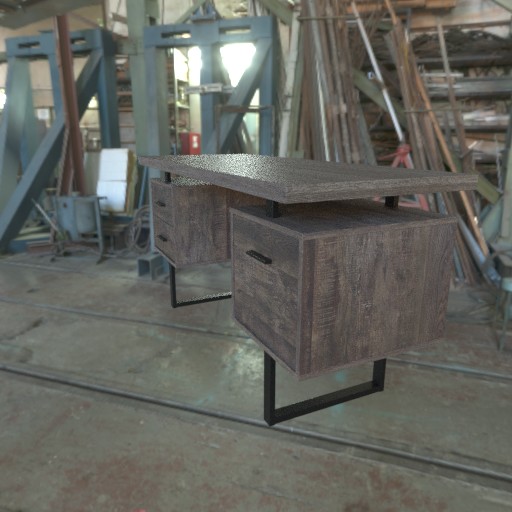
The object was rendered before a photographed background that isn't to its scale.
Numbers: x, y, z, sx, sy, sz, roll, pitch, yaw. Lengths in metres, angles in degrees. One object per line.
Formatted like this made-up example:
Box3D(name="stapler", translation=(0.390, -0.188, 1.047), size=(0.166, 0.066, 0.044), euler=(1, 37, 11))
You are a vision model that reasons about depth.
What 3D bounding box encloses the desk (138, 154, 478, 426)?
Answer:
Box3D(name="desk", translation=(0.000, 0.000, 1.836), size=(0.600, 0.760, 1.524), euler=(-7, 17, -25))
